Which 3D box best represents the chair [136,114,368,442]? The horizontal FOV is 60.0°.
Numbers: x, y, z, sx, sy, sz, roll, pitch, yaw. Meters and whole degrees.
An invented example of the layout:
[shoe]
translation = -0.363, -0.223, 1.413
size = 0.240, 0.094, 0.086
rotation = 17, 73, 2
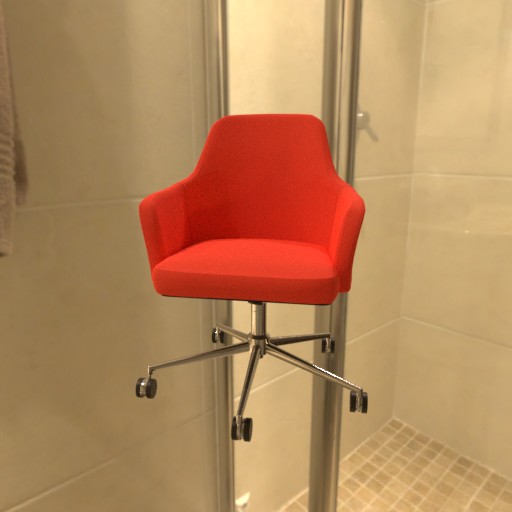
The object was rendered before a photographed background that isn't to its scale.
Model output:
[chair]
translation = 0.000, 0.000, 1.279
size = 0.655, 0.820, 0.600
rotation = 2, 14, 9
